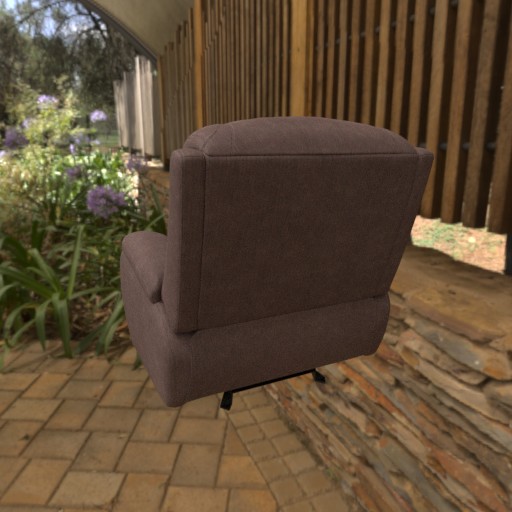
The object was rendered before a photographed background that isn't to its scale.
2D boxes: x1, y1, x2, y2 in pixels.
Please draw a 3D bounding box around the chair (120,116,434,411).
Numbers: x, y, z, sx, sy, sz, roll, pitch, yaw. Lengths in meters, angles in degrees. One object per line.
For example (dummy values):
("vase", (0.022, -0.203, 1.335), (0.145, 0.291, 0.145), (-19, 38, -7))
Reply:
("chair", (0.000, 0.000, 1.734), (0.930, 1.011, 0.899), (-7, 16, -26))
